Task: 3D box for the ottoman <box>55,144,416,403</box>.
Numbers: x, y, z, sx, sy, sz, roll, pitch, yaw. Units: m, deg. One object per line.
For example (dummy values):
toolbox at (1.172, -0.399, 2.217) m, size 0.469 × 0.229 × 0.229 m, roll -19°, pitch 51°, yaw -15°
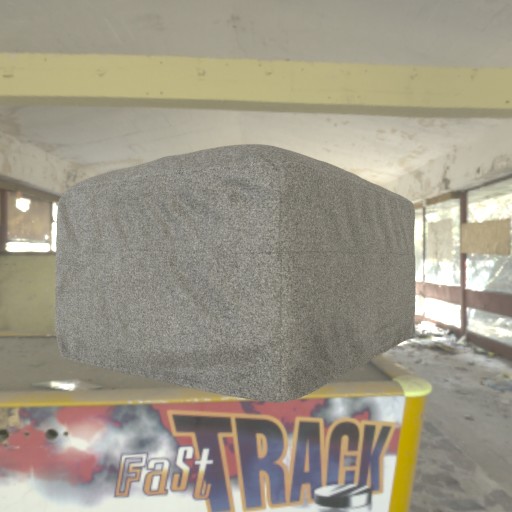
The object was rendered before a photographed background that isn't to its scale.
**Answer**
ottoman at (0.000, 0.000, 1.217) m, size 0.683 × 0.481 × 0.837 m, roll 0°, pitch 0°, yaw 34°
